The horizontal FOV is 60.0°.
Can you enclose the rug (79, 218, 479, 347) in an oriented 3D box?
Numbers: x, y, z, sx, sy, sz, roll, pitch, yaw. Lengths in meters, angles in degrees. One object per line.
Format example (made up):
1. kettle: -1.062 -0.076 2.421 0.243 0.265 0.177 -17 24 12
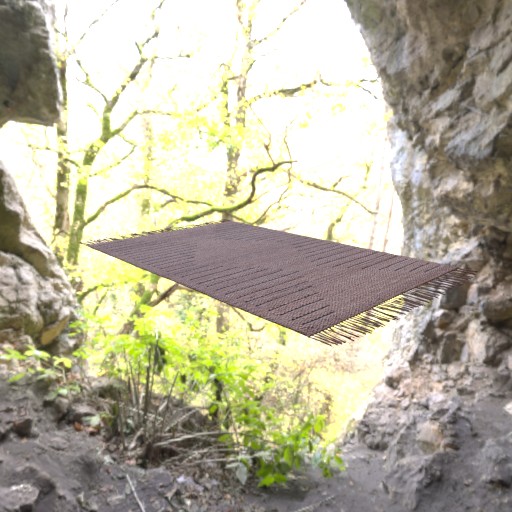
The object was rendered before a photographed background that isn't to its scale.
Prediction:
1. rug: 0.000 0.000 2.568 1.224 0.027 2.085 -14 20 -42
